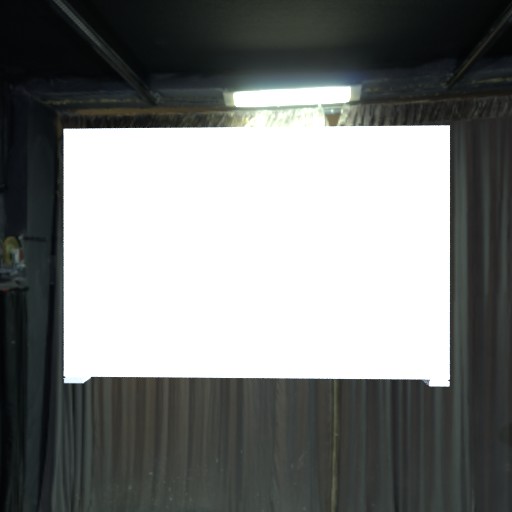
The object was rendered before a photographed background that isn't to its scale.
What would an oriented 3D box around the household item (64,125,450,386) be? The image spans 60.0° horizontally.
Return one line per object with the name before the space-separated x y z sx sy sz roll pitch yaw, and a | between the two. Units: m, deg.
household item | 0.000 0.000 1.703 1.300 0.867 0.420 0 0 2
